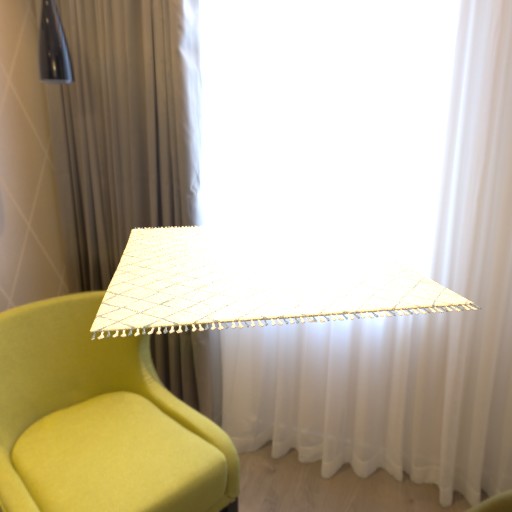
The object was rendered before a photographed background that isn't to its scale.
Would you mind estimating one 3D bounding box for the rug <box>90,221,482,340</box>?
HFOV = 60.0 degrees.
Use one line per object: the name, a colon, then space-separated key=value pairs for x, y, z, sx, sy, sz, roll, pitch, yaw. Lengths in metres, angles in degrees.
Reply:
rug: x=0.000 y=0.000 z=4.827 sx=2.892 sy=0.036 sz=3.585 roll=-3 pitch=16 yaw=-10
